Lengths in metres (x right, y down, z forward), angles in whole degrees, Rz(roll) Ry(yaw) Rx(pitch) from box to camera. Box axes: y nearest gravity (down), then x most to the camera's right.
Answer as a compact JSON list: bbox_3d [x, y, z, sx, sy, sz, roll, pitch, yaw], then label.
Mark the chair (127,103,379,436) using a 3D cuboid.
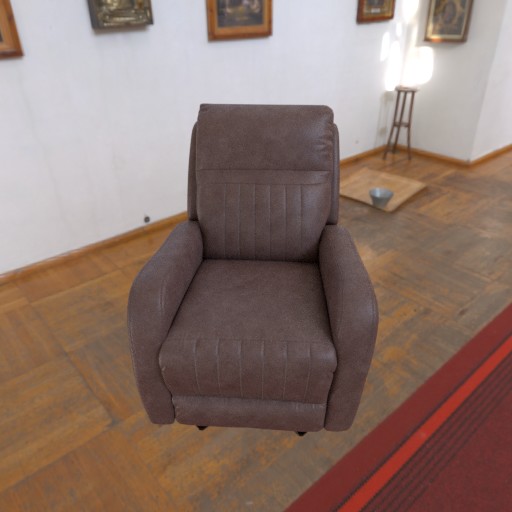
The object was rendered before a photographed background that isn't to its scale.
[{"bbox_3d":[0.000,0.000,1.850,0.865,1.067,1.067,2,30,4],"label":"chair"}]
